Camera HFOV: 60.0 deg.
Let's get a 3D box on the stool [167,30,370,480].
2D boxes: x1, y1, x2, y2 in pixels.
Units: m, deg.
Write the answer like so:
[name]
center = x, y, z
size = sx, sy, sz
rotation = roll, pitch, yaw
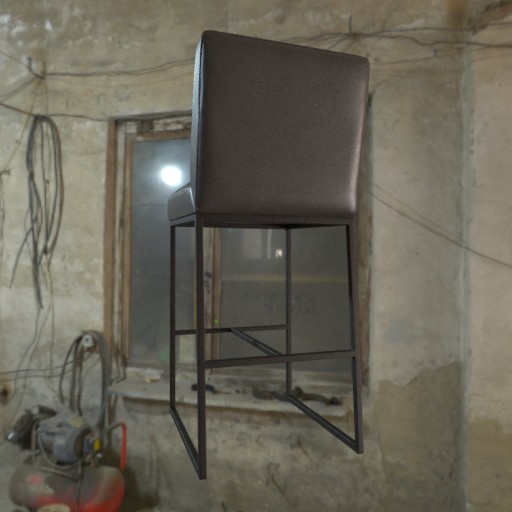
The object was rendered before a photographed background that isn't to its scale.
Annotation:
[stool]
center = 0.000, 0.000, 1.320
size = 0.457, 1.040, 0.552
rotation = 0, -1, -19
